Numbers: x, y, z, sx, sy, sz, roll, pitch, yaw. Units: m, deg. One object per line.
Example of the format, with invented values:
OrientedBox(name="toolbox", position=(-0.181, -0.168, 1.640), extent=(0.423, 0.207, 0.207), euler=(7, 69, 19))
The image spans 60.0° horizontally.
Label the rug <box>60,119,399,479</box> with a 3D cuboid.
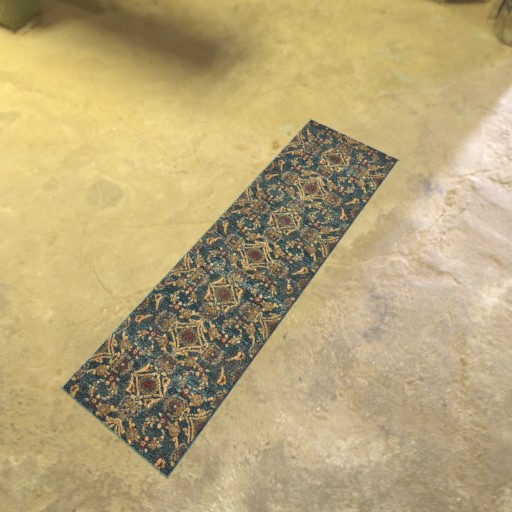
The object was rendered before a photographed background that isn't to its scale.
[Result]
OrientedBox(name="rug", position=(0.000, 0.000, 2.510), extent=(0.685, 0.014, 2.292), euler=(31, 63, 18))
